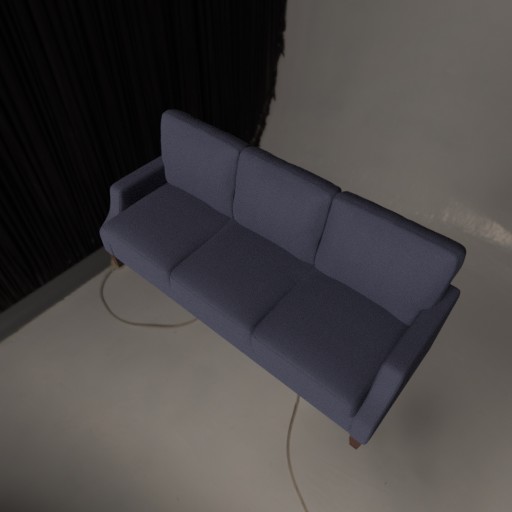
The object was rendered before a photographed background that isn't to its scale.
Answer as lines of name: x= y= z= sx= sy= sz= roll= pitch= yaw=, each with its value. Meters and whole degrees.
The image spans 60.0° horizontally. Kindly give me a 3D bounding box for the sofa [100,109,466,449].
sofa: x=0.000 y=0.000 z=2.643 sx=2.115 sy=0.984 sz=0.888 roll=32 pitch=54 yaw=26
